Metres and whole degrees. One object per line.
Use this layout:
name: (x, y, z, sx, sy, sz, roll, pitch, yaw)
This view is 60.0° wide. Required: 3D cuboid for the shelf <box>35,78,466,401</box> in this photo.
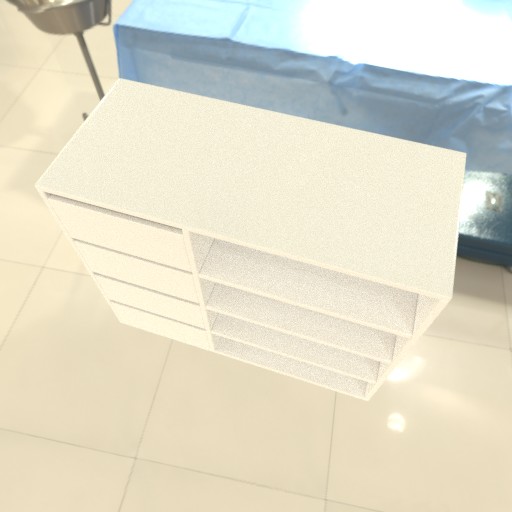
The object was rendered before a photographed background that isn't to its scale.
shelf: (0.000, 0.000, 1.305, 0.895, 0.732, 0.396, 15, 59, 10)
